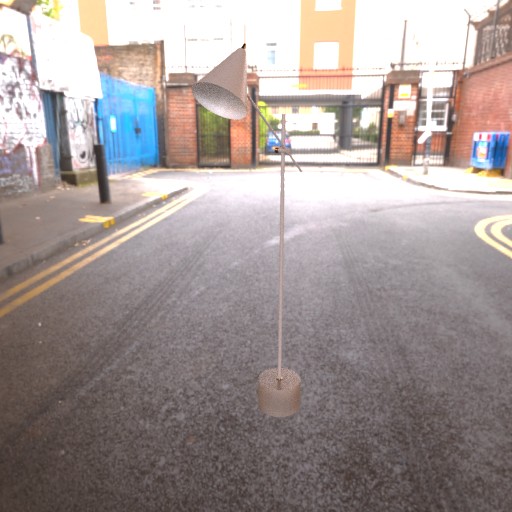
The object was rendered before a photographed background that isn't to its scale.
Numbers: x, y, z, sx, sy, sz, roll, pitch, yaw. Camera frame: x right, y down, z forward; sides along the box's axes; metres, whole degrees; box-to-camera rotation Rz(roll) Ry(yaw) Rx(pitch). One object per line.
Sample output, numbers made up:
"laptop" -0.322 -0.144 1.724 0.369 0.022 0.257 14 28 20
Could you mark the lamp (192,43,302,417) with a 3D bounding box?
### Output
"lamp" 0.000 0.000 1.649 0.508 1.430 0.223 -15 21 -42
